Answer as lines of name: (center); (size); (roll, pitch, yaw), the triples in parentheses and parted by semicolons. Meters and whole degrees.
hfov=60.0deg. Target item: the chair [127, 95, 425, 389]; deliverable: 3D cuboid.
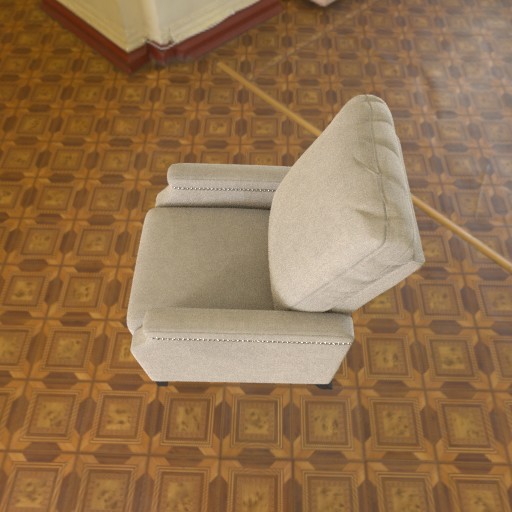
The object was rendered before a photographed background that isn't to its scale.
chair: (0.000, 0.000, 1.632); (0.922, 1.049, 0.710); (1, 59, 1)
